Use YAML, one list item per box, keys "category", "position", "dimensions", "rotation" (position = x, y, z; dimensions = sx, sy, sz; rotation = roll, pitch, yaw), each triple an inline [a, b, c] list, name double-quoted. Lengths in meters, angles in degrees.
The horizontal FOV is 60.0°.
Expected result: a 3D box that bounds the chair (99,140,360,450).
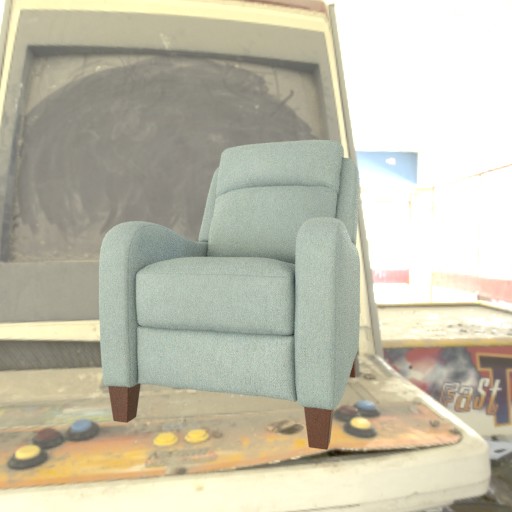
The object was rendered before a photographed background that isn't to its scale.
- category: "chair"
  position: [0.000, 0.000, 1.758]
  dimensions: [0.785, 1.067, 0.988]
  rotation: [0, 1, 17]
